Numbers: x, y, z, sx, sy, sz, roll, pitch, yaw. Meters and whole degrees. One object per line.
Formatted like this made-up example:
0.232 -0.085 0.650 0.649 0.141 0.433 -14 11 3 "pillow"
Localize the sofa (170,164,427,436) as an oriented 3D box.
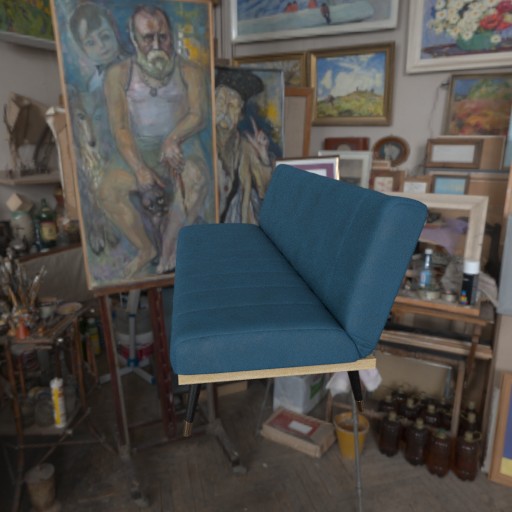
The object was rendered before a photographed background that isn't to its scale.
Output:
0.000 0.000 2.287 0.830 0.825 1.810 -2 15 -9 "sofa"
